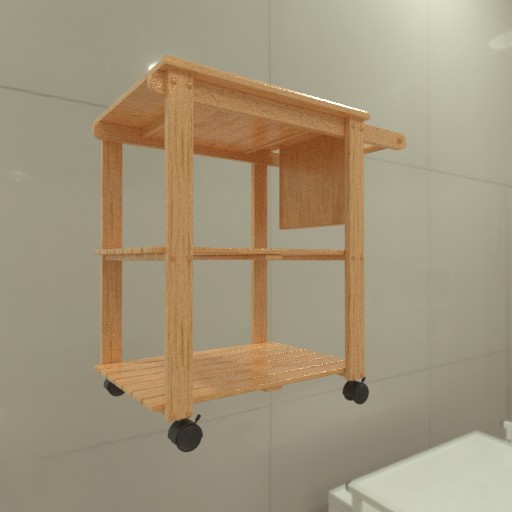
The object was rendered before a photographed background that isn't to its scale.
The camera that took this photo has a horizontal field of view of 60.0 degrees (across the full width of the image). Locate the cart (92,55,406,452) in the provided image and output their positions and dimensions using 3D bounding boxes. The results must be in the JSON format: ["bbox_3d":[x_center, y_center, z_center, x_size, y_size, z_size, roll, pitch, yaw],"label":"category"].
[{"bbox_3d":[0.000,0.000,1.326,0.843,0.816,0.520,0,-1,-35],"label":"cart"}]
